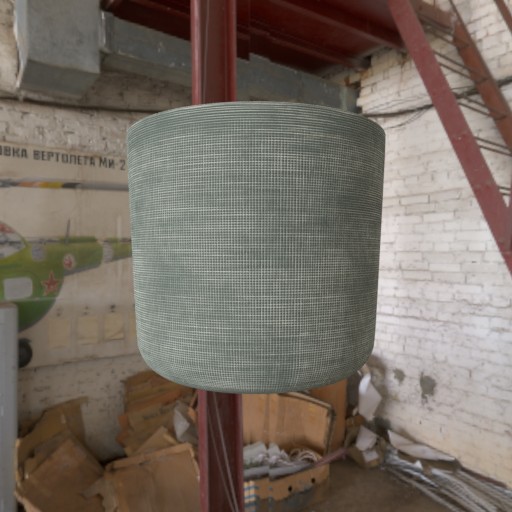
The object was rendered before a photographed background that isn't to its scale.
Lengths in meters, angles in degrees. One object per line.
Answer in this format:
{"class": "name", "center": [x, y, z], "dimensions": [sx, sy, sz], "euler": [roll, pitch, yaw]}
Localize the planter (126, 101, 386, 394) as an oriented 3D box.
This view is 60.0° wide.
{"class": "planter", "center": [0.000, 0.000, 0.785], "dimensions": [0.440, 0.398, 0.440], "euler": [0, 0, 0]}
